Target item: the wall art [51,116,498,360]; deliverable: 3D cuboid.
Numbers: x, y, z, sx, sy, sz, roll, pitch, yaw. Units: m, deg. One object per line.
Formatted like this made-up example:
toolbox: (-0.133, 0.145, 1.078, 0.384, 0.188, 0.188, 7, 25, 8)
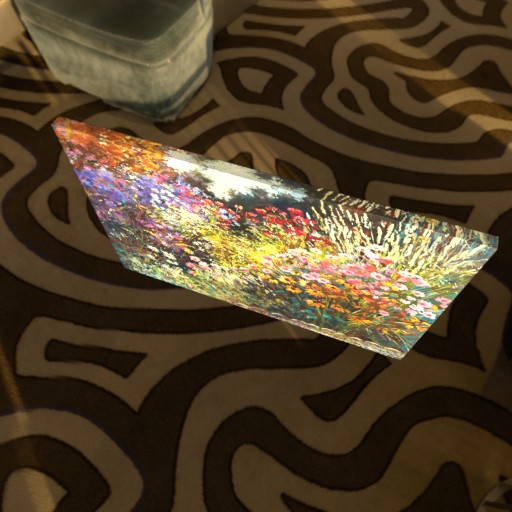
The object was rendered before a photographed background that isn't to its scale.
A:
wall art: (0.000, 0.000, 1.403, 1.136, 0.760, 0.042, 17, 60, 10)
